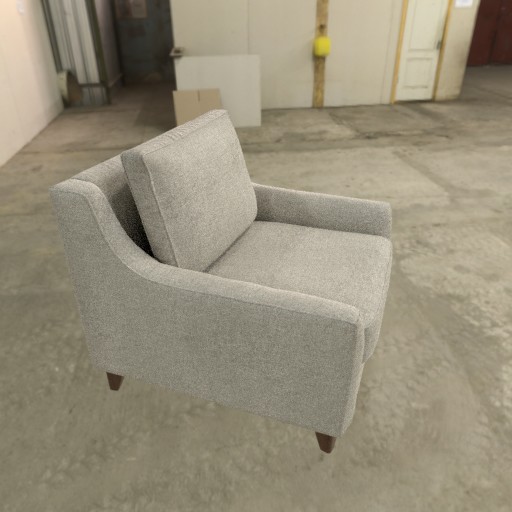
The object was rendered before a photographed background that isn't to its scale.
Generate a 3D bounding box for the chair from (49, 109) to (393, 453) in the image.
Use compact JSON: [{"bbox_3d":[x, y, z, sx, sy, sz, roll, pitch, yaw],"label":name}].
[{"bbox_3d":[0.000,0.000,1.566,0.918,0.864,0.838,11,32,17],"label":"chair"}]
